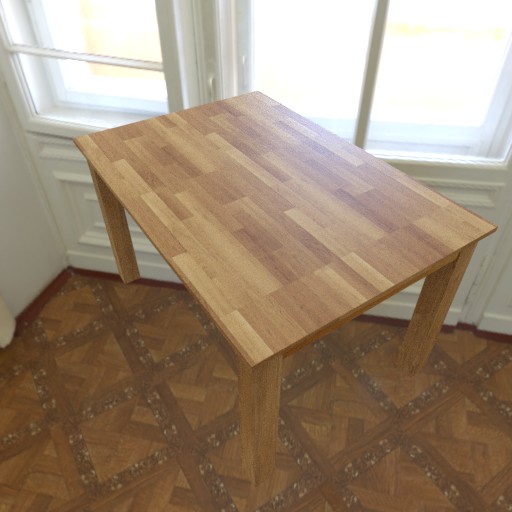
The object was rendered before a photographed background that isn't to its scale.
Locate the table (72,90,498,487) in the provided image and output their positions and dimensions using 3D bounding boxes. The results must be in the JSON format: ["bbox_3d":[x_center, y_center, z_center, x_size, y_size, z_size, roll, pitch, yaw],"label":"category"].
[{"bbox_3d":[0.000,0.000,1.810,0.900,0.750,1.300,-24,47,-25],"label":"table"}]
